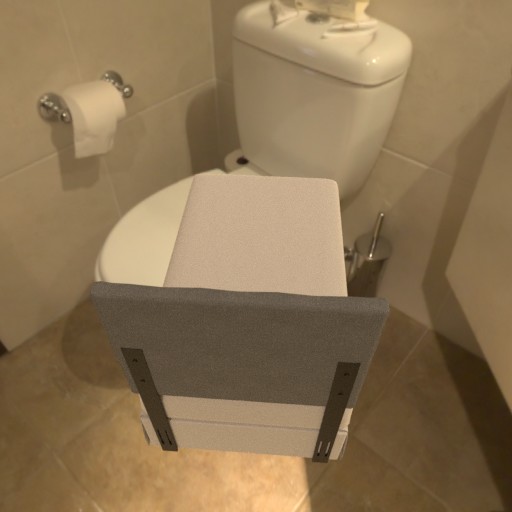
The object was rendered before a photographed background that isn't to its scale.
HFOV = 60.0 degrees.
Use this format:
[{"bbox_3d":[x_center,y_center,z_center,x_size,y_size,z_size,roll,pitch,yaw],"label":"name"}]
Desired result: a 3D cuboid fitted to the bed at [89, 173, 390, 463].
[{"bbox_3d":[0.000,0.000,2.882,1.261,1.571,1.997,3,47,3],"label":"bed"}]
